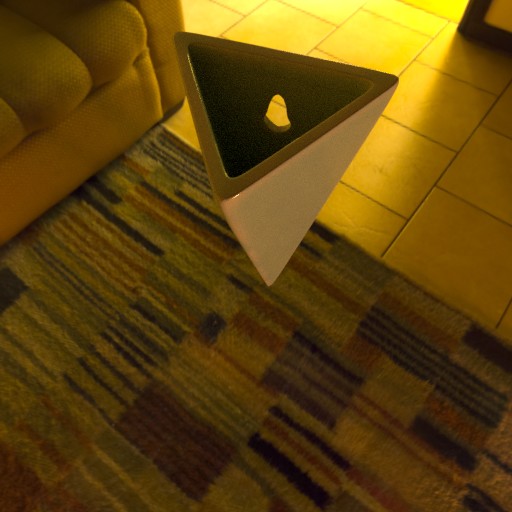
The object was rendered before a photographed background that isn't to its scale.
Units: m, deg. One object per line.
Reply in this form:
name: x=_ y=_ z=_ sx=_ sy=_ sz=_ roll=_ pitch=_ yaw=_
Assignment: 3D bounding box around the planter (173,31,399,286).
planter: x=0.000 y=0.000 z=0.213 sx=0.080 sy=0.178 sz=0.064 roll=16 pitch=61 yaw=9
